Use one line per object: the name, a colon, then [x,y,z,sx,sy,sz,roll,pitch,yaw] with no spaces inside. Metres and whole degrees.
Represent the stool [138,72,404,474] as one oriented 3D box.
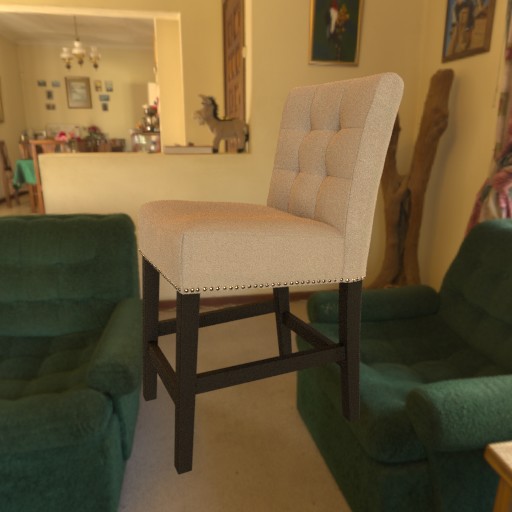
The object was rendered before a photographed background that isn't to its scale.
stool: [0.000,0.000,1.164,0.571,0.885,0.427,-8,17,-26]
